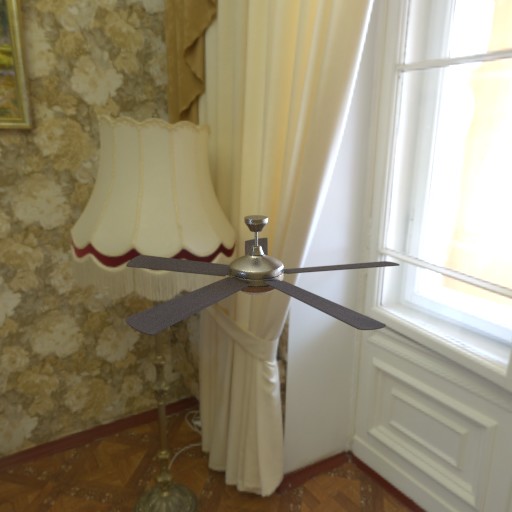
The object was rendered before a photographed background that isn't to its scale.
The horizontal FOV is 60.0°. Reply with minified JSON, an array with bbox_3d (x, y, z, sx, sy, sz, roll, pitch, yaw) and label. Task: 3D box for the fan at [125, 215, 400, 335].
[{"bbox_3d":[0.000,0.000,2.005,1.321,0.356,1.321,3,16,10],"label":"fan"}]
